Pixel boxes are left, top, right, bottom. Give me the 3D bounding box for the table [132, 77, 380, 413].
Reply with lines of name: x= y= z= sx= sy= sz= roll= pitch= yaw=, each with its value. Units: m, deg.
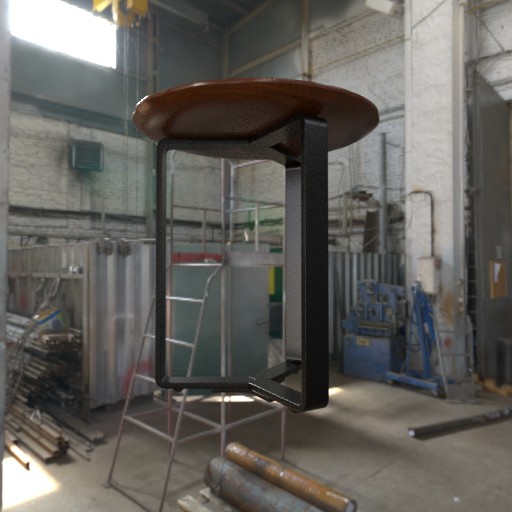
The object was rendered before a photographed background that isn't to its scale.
table: x=0.000 y=0.000 z=0.754 sx=0.410 sy=0.450 sz=0.380 roll=0 pitch=-1 yaw=0
